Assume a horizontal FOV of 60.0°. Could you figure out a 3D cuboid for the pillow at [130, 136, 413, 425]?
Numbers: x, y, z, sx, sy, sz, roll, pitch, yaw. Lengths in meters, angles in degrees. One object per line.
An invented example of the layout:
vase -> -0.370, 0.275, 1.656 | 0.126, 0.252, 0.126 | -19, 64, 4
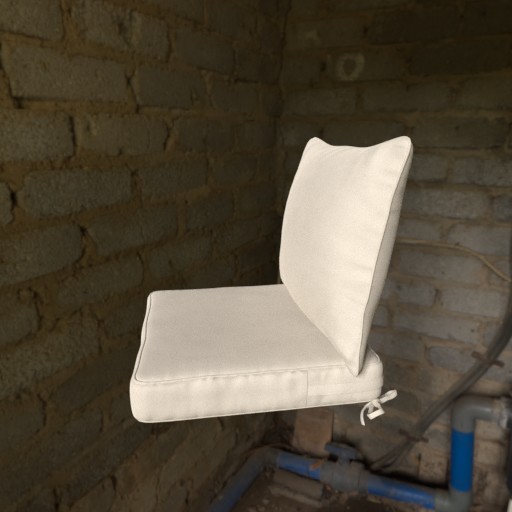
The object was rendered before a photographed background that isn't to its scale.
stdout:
pillow -> 0.000, 0.000, 1.375 | 0.733, 0.716, 0.798 | -2, 15, -9
